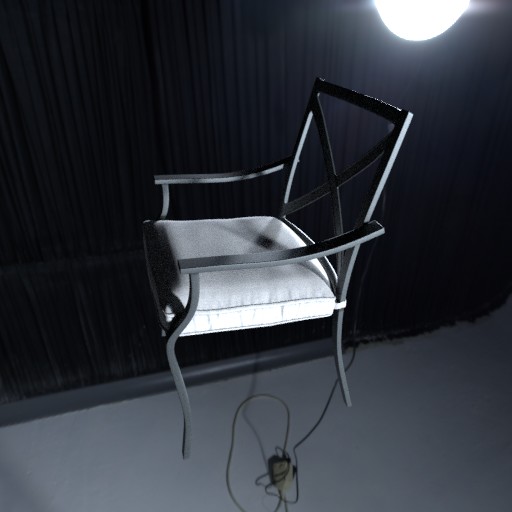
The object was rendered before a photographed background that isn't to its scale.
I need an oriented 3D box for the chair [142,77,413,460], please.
[{"bbox_3d":[0.000,0.000,1.293,0.620,0.889,0.575,-9,31,-14],"label":"chair"}]
